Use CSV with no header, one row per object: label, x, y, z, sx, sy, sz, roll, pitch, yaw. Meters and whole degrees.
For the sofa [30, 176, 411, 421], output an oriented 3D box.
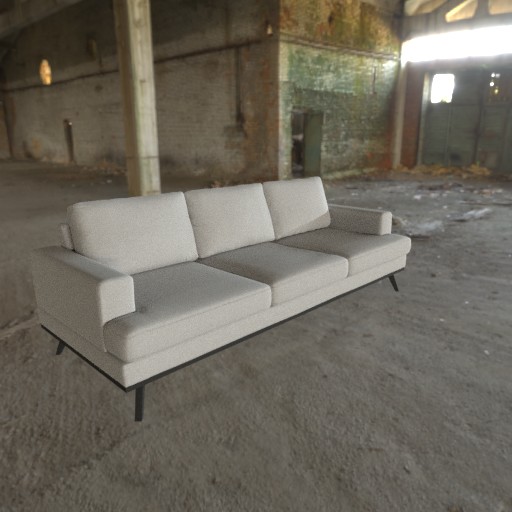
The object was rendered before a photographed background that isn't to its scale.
sofa,0.000,0.000,2.727,0.920,0.810,2.310,15,21,43
